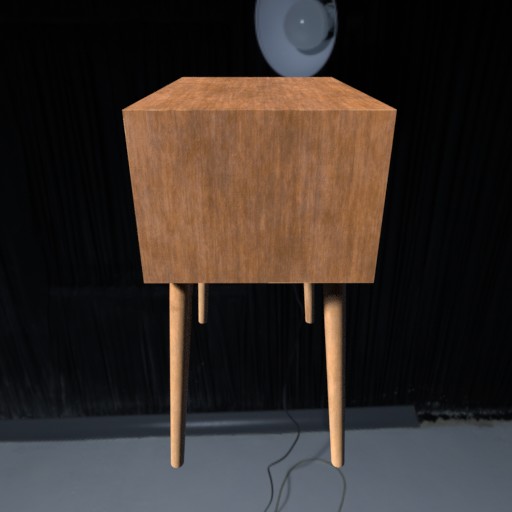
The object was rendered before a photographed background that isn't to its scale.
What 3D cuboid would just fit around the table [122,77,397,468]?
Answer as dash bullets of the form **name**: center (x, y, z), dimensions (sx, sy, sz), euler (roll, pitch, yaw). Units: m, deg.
- **table**: center (0.000, 0.000, 0.817), dimensions (0.307, 0.580, 0.454), euler (0, 26, 0)
